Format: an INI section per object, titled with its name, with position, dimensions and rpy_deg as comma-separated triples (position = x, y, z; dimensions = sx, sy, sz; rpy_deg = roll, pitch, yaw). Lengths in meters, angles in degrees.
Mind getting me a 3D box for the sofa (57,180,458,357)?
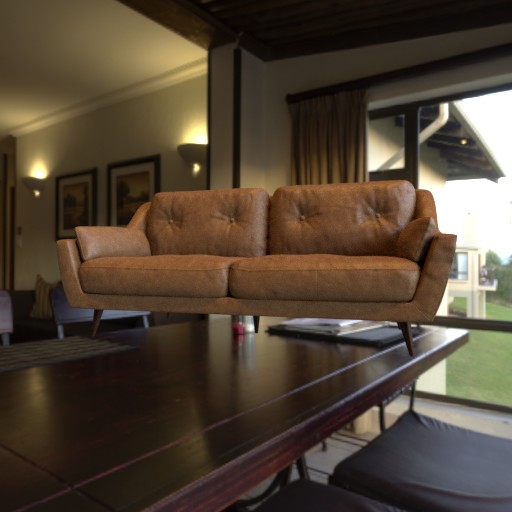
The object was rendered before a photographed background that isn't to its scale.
[sofa]
position = 0.000, 0.000, 2.395
dimensions = 1.902, 0.839, 0.904
rpy_deg = 0, 0, 18
